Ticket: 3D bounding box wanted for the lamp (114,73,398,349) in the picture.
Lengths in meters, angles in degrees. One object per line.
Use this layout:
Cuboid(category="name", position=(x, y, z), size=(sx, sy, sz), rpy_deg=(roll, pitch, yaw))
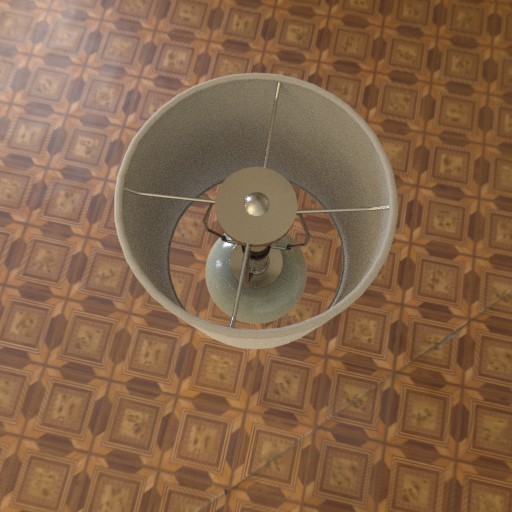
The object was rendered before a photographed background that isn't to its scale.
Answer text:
Cuboid(category="lamp", position=(0.000, 0.000, 0.483), size=(0.201, 0.353, 0.201), rpy_deg=(-19, 77, -5))
